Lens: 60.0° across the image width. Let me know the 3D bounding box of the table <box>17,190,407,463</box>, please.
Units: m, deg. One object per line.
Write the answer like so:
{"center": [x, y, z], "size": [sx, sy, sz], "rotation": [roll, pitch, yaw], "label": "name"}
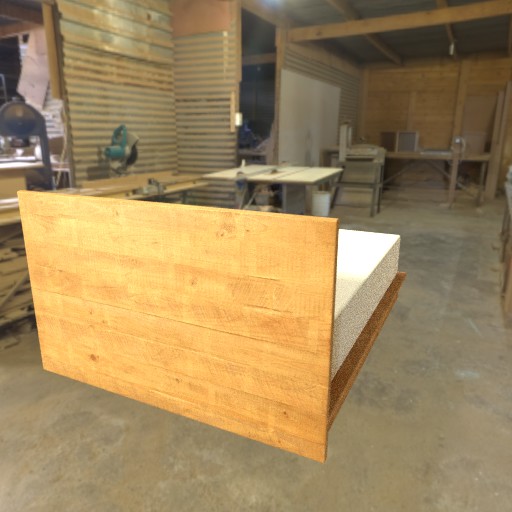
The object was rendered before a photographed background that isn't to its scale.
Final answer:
{"center": [0.000, 0.000, 3.006], "size": [1.707, 1.041, 2.149], "rotation": [8, 18, 25], "label": "table"}
